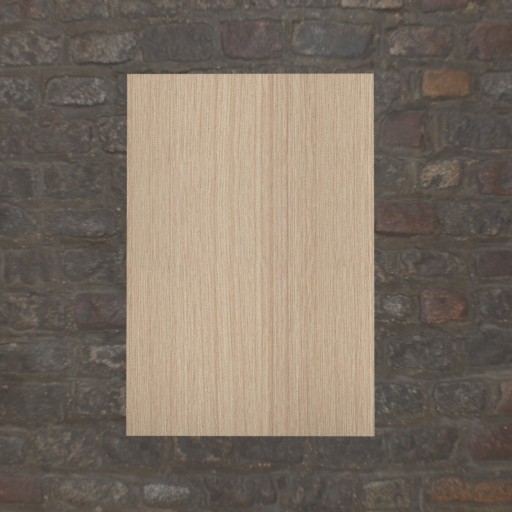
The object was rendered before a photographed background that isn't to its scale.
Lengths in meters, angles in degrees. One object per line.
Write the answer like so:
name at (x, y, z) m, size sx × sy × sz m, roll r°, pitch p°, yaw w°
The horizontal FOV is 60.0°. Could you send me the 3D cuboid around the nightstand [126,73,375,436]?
nightstand at (0.000, 0.000, 1.004) m, size 0.407 × 0.610 × 0.571 m, roll 0°, pitch 89°, yaw 0°
